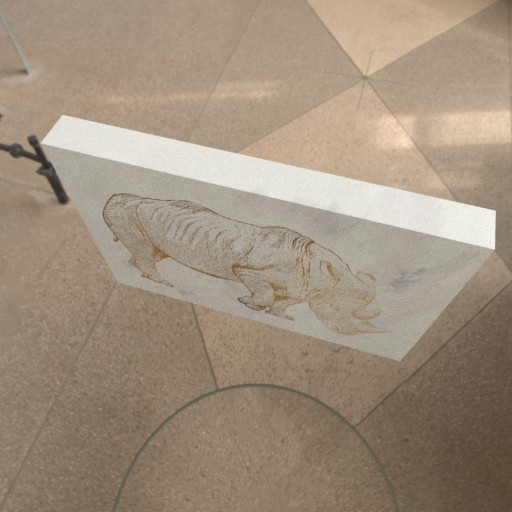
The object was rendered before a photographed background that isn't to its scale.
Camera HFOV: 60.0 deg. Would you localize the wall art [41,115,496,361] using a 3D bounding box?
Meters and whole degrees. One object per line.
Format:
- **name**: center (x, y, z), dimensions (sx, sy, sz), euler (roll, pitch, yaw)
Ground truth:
- **wall art**: center (0.000, 0.000, 0.474), dimensions (0.381, 0.254, 0.038), euler (14, 59, 9)
